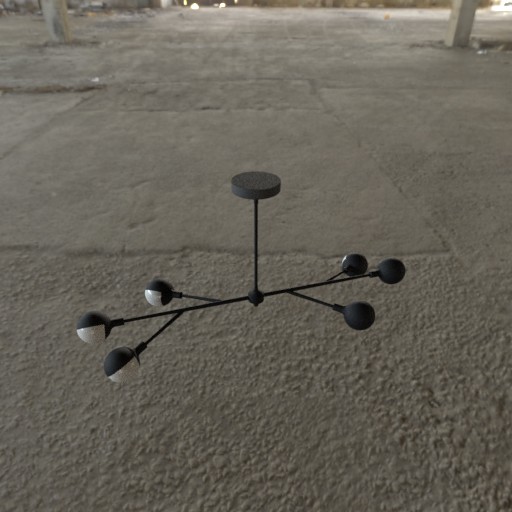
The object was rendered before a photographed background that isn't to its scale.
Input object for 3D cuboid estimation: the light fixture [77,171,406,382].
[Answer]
[{"bbox_3d":[0.000,0.000,0.996,0.778,0.362,0.434,-1,32,-1],"label":"light fixture"}]
